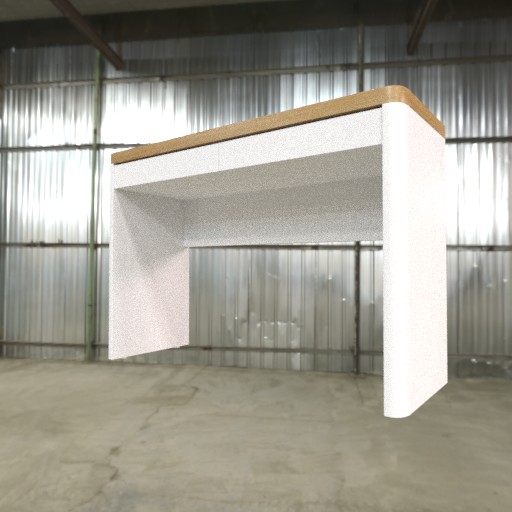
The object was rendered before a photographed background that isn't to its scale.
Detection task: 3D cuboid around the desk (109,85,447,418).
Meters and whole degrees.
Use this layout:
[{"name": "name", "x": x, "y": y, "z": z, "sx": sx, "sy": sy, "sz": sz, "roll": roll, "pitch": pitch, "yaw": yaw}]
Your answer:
[{"name": "desk", "x": 0.000, "y": 0.000, "z": 1.470, "sx": 1.100, "sy": 0.760, "sz": 0.390, "roll": -1, "pitch": -1, "yaw": 36}]
